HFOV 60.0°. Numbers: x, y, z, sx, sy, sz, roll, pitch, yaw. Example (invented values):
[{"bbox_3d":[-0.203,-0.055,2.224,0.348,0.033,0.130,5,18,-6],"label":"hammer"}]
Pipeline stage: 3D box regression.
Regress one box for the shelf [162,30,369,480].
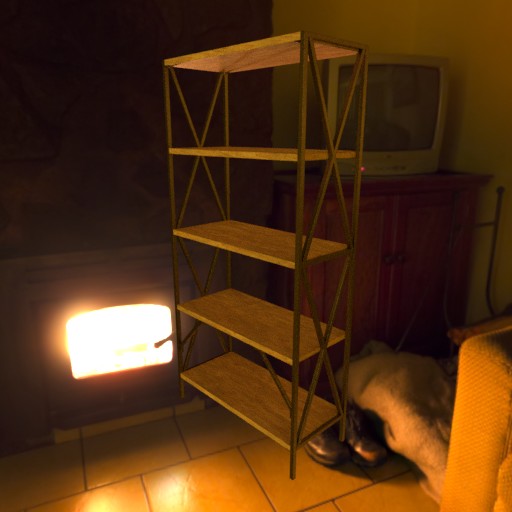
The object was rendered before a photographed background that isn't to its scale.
[{"bbox_3d":[0.000,0.000,2.145,0.386,1.803,0.874,-14,21,-42],"label":"shelf"}]
